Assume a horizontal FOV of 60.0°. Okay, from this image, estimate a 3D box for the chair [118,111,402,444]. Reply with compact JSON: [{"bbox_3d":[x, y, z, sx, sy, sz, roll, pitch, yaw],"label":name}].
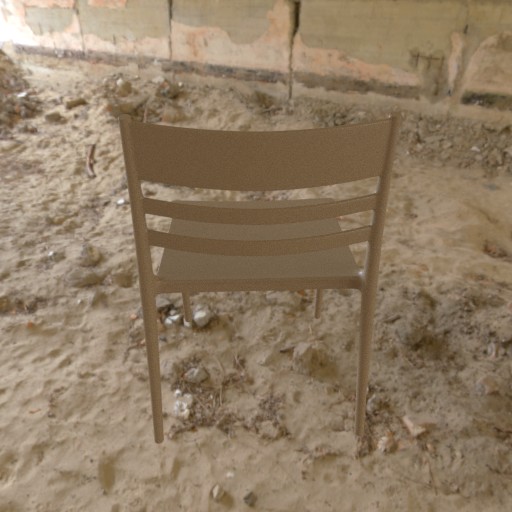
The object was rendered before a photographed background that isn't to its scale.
[{"bbox_3d":[0.000,0.000,1.119,0.531,0.800,0.511,-1,31,-2],"label":"chair"}]
